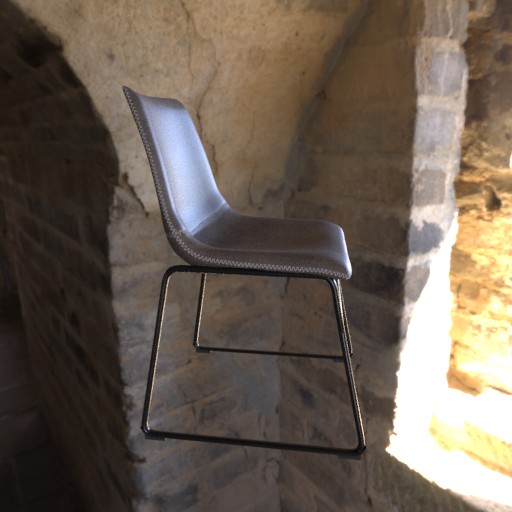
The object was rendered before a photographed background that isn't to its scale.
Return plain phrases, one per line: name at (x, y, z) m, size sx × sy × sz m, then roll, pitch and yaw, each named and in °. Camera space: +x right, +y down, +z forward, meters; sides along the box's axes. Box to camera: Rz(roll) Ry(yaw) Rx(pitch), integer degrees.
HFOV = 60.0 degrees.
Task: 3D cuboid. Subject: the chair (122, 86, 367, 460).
chair at (0.000, 0.000, 1.114) m, size 0.550 × 0.780 × 0.460 m, roll 2°, pitch 15°, yaw 8°
